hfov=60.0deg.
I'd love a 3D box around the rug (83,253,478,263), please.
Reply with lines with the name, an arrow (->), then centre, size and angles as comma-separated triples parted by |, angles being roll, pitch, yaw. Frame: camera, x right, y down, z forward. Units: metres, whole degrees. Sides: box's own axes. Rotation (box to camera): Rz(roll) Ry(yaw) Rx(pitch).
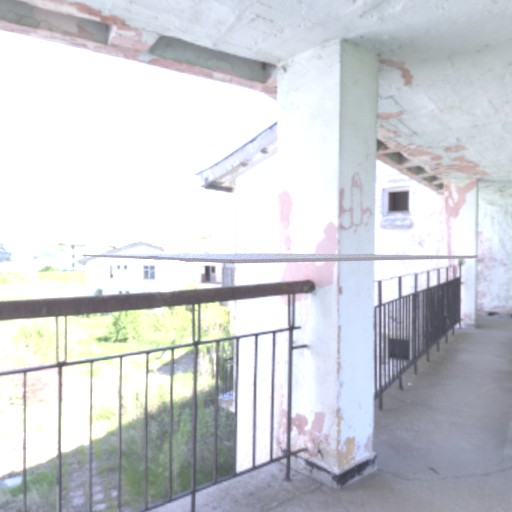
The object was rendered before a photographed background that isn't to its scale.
rug -> 0.000, 0.000, 4.229 | 2.434, 0.032, 3.007 | -1, 1, -35
